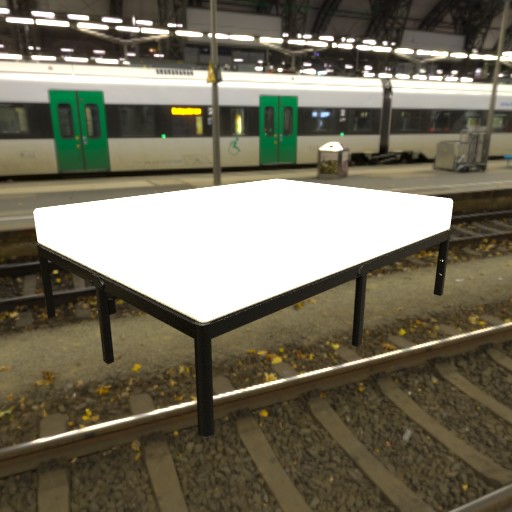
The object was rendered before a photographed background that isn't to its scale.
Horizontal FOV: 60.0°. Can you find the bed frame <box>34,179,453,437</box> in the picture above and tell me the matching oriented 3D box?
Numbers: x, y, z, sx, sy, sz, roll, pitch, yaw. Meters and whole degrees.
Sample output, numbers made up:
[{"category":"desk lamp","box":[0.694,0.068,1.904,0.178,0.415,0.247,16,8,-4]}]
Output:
[{"category":"bed frame","box":[0.000,0.000,2.754,2.072,0.659,1.557,-16,23,-42]}]
